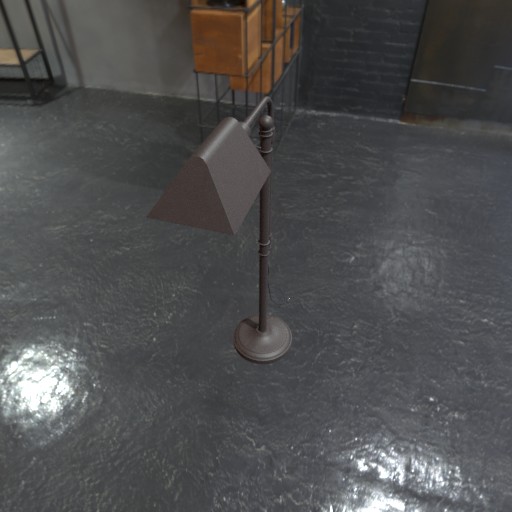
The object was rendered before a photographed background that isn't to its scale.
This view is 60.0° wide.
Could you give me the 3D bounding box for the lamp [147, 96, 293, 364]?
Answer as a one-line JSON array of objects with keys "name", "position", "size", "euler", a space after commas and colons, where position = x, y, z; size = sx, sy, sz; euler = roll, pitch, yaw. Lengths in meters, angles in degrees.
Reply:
[{"name": "lamp", "position": [0.000, 0.000, 0.929], "size": [0.159, 0.708, 0.545], "euler": [12, 43, 13]}]
